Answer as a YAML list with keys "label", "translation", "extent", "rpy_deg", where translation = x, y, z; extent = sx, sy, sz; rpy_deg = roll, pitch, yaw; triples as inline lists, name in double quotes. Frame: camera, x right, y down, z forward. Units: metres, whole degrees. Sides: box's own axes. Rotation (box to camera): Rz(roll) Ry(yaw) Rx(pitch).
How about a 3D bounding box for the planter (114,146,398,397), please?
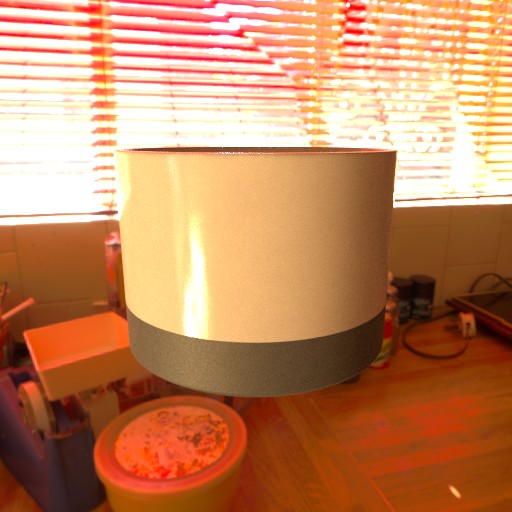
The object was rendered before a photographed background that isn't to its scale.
- label: "planter"
  translation: [0.000, 0.000, 0.222]
  extent: [0.128, 0.105, 0.128]
  rpy_deg: [0, 15, 0]
